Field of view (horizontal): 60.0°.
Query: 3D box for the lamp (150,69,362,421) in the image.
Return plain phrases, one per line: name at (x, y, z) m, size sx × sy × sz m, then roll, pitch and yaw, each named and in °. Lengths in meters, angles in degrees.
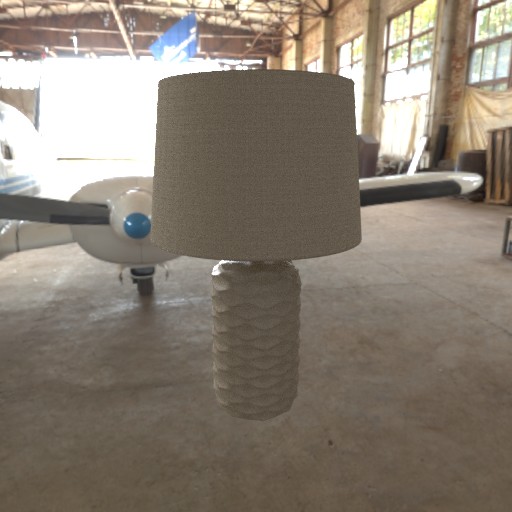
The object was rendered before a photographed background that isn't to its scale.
lamp at (0.000, 0.000, 0.818) m, size 0.376 × 0.594 × 0.376 m, roll 0°, pitch 14°, yaw 0°
